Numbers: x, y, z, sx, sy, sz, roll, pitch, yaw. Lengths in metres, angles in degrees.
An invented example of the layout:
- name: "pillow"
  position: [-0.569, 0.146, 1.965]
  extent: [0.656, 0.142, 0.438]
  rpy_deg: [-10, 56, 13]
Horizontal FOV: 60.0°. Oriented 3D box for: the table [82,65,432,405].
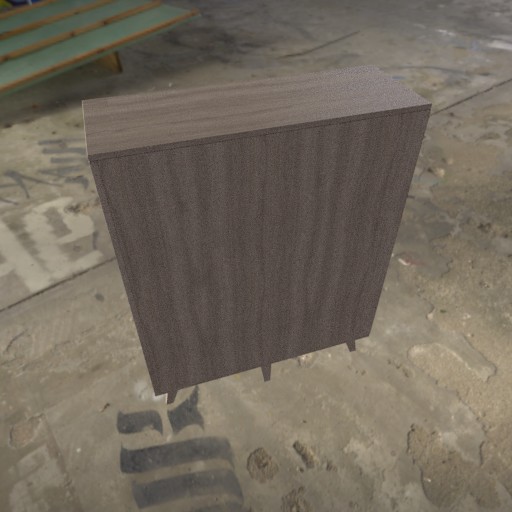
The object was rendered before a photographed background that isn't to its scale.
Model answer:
- name: "table"
  position: [0.000, 0.000, 1.952]
  extent: [1.111, 1.388, 0.398]
  rpy_deg: [-12, 43, -13]
